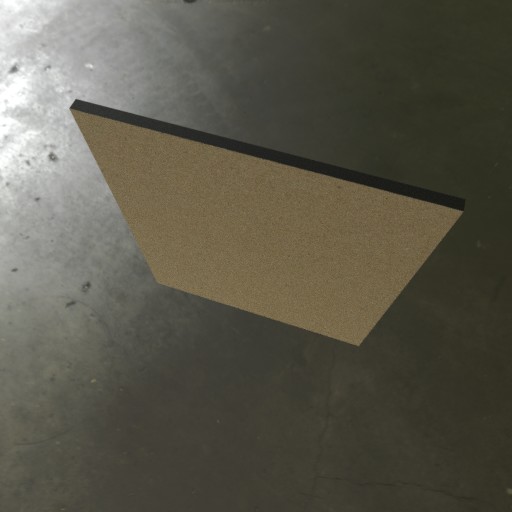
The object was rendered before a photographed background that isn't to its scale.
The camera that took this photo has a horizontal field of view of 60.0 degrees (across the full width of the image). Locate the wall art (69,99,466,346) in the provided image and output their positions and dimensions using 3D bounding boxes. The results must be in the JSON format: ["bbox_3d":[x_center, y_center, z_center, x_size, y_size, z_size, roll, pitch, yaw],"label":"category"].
[{"bbox_3d":[0.000,0.000,1.200,0.755,0.863,0.028,16,65,8],"label":"wall art"}]
